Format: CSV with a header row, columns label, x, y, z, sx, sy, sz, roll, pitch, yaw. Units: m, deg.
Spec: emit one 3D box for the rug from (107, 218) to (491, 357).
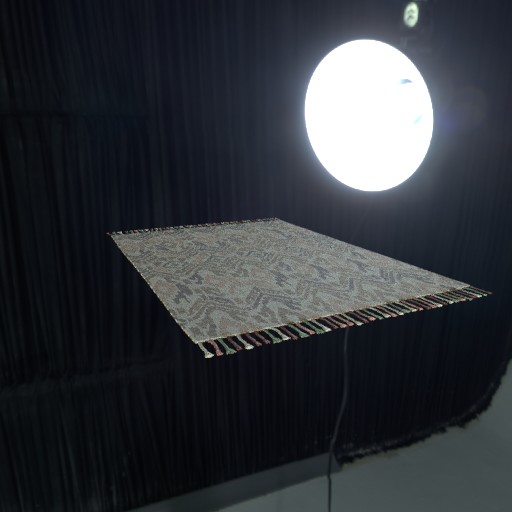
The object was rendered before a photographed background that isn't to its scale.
label,x,y,z,sx,sy,sz,roll,pitch,yaw
rug,0.000,0.000,2.268,1.219,0.008,1.829,-7,17,-25
